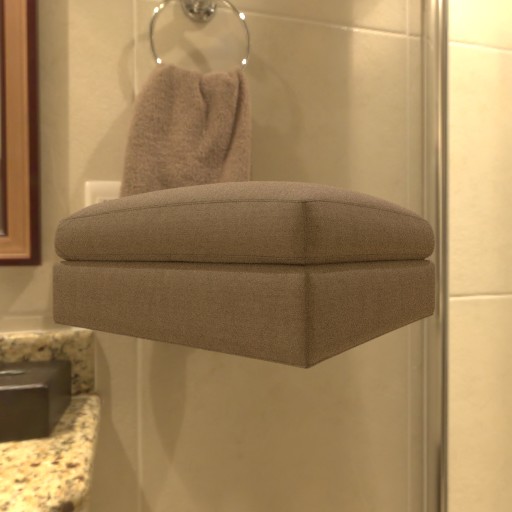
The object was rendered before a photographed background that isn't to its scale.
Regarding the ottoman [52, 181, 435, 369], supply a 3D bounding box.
[{"bbox_3d":[0.000,0.000,1.648,1.041,0.470,1.041,0,1,36],"label":"ottoman"}]
